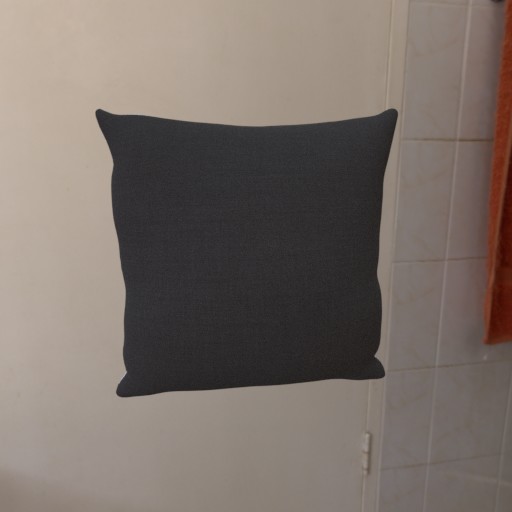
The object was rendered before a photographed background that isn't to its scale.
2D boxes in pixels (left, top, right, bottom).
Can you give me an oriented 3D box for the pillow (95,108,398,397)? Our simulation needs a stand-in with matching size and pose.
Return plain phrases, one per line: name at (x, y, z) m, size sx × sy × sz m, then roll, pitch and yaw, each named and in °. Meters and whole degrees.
pillow at (0.000, 0.000, 0.773) m, size 0.503 × 0.496 × 0.208 m, roll -2°, pitch 13°, yaw -8°
